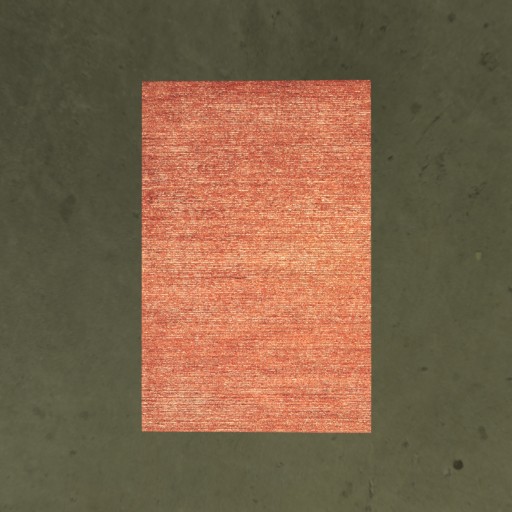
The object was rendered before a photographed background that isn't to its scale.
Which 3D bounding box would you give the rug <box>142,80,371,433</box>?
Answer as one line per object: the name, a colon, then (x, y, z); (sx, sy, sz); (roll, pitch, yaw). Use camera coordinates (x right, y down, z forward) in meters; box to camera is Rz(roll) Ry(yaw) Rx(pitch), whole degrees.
rug: (0.000, 0.000, 2.203); (1.139, 0.011, 1.747); (0, 90, 1)
